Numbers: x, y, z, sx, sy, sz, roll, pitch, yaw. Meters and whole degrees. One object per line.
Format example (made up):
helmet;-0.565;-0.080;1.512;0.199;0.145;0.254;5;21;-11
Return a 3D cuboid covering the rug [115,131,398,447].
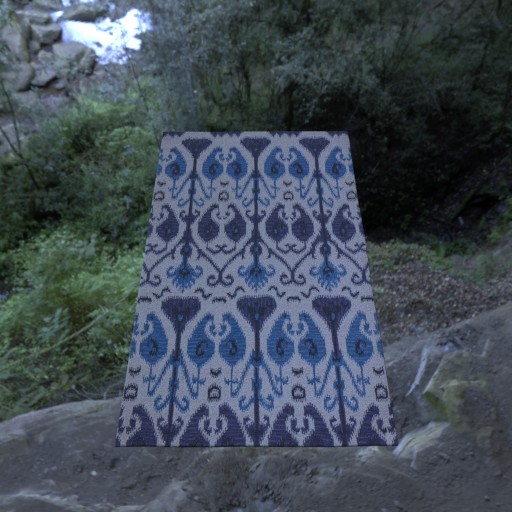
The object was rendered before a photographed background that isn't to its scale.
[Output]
rug;0.000;0.000;2.117;1.072;0.013;1.698;0;58;0
